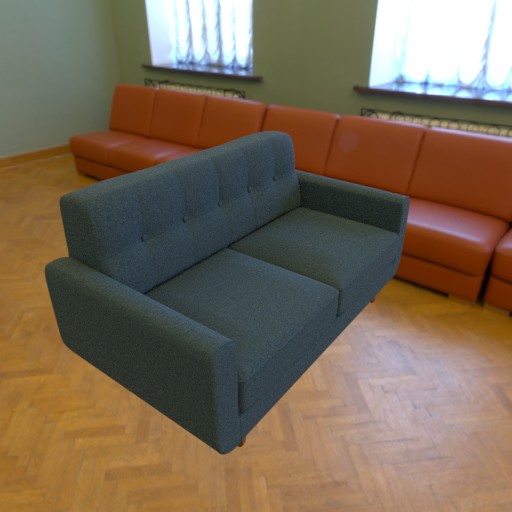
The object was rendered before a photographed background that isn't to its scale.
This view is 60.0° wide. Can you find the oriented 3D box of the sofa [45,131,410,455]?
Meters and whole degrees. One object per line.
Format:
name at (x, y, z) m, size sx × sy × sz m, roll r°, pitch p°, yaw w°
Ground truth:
sofa at (0.000, 0.000, 2.189) m, size 0.942 × 0.896 × 1.651 m, roll 20°, pitch 34°, yaw 32°
